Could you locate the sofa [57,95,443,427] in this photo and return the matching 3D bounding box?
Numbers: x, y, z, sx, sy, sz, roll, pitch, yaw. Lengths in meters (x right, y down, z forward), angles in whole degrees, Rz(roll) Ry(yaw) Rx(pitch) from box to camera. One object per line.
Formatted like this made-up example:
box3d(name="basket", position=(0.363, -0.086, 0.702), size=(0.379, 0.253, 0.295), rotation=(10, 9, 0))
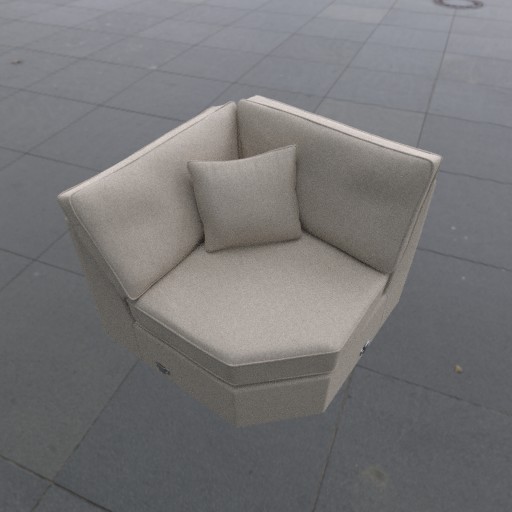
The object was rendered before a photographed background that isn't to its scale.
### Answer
box3d(name="sofa", position=(0.000, 0.000, 1.863), size=(1.042, 0.937, 1.050), rotation=(27, 49, 27))
